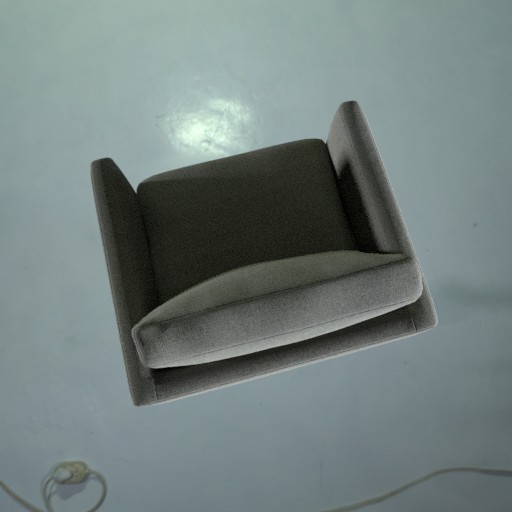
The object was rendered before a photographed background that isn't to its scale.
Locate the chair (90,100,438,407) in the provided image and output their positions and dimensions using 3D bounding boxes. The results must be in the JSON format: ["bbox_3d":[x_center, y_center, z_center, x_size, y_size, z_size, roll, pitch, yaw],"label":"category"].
[{"bbox_3d":[0.000,0.000,1.861,1.107,0.963,0.959,-14,76,-3],"label":"chair"}]
